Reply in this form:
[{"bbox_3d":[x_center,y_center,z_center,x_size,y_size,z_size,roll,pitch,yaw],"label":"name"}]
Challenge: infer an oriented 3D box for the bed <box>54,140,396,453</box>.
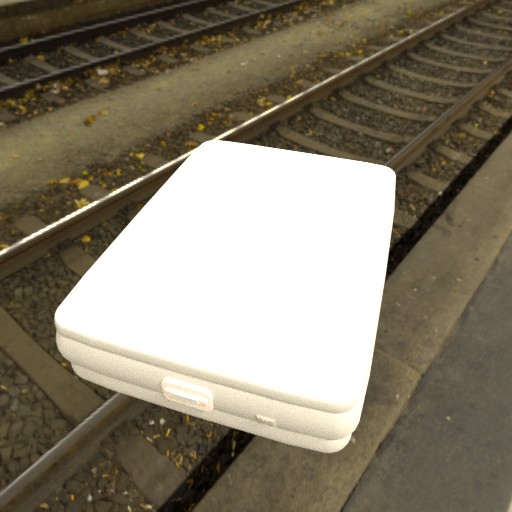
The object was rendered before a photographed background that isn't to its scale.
[{"bbox_3d":[0.000,0.000,2.681,1.520,0.460,2.036,12,43,13],"label":"bed"}]
